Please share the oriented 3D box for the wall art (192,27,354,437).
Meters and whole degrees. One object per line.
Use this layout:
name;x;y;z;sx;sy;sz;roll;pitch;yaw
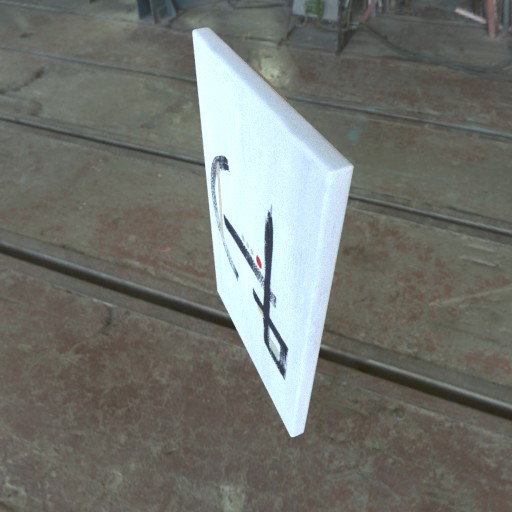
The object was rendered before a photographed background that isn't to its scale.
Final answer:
wall art;0.000;0.000;1.139;0.048;0.916;0.602;-18;48;-17
